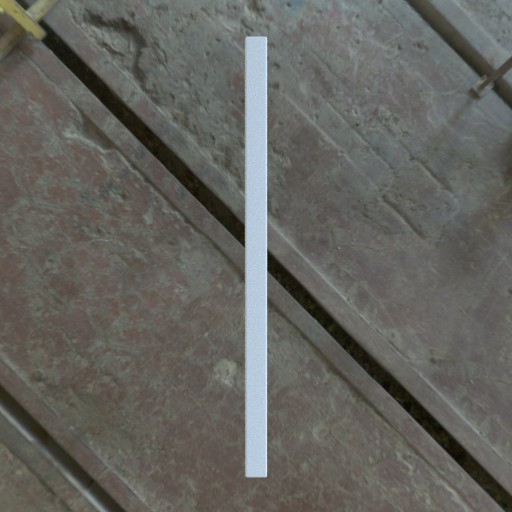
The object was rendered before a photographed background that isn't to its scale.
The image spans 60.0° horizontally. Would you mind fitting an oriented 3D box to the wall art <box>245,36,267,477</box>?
[{"bbox_3d":[0.000,0.000,1.138,0.037,0.757,0.757,0,91,0],"label":"wall art"}]
